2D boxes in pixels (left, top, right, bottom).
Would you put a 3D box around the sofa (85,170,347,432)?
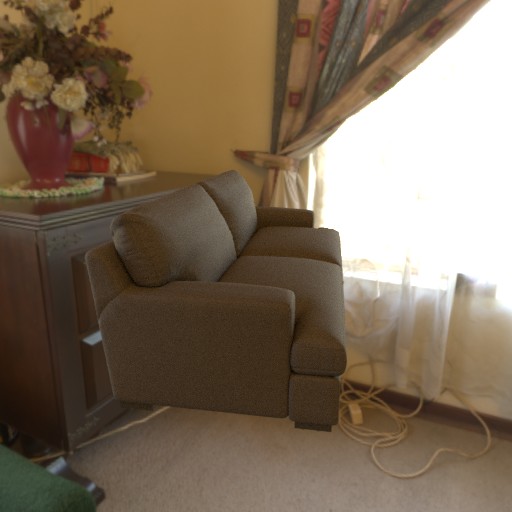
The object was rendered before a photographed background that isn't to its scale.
[{"bbox_3d":[0.000,0.000,2.921,1.140,0.950,2.271,3,16,9],"label":"sofa"}]
